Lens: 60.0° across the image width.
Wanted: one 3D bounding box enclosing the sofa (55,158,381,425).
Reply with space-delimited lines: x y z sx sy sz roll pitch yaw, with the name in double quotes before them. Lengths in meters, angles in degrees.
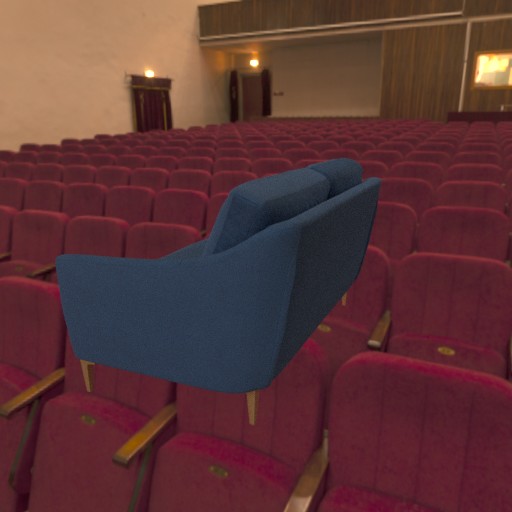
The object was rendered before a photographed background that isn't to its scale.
"sofa" 0.000 0.000 2.223 0.960 0.902 1.619 8 19 25
